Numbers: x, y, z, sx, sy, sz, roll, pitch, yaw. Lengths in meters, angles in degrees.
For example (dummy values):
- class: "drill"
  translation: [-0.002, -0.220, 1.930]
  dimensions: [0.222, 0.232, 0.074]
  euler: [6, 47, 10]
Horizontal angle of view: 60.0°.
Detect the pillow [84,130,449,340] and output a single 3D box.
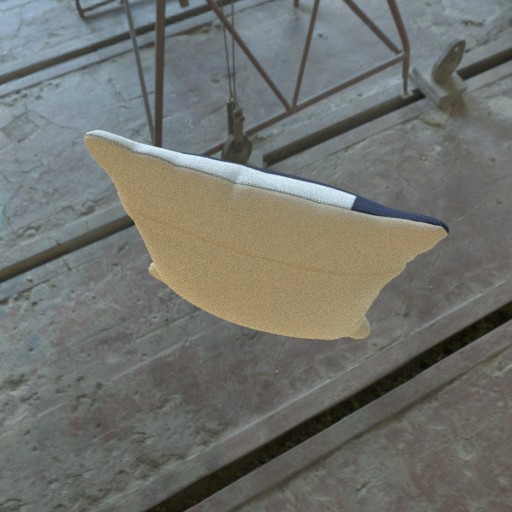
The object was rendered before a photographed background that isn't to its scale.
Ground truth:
- class: "pillow"
  translation: [0.000, 0.000, 0.812]
  dimensions: [0.536, 0.506, 0.229]
  euler: [15, 66, 7]
